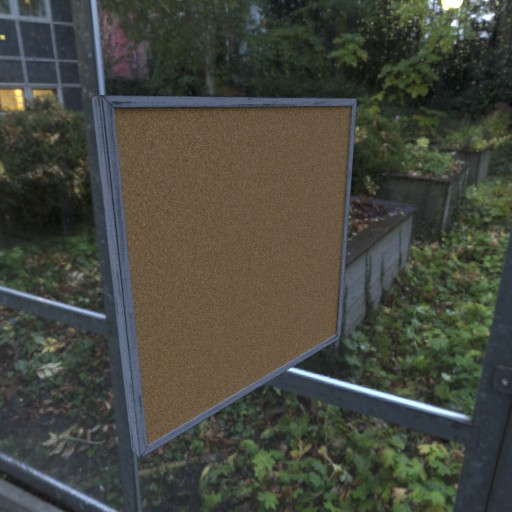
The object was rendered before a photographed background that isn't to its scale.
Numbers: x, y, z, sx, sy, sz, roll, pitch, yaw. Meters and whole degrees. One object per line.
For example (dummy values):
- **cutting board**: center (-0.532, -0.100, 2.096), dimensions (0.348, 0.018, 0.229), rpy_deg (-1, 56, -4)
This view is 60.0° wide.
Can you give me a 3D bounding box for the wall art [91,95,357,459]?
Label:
- **wall art**: center (0.000, 0.000, 1.126), dimensions (0.761, 0.761, 0.037), rpy_deg (-18, 26, -42)
